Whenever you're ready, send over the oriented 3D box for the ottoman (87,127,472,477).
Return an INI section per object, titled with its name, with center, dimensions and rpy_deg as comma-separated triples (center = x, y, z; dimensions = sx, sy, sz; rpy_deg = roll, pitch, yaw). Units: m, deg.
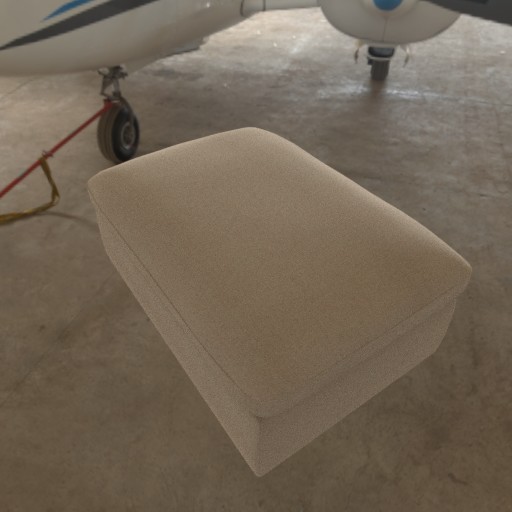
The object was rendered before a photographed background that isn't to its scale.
[ottoman]
center = 0.000, 0.000, 1.331
dimensions = 0.686, 0.453, 0.984
rpy_deg = -24, 47, -25
